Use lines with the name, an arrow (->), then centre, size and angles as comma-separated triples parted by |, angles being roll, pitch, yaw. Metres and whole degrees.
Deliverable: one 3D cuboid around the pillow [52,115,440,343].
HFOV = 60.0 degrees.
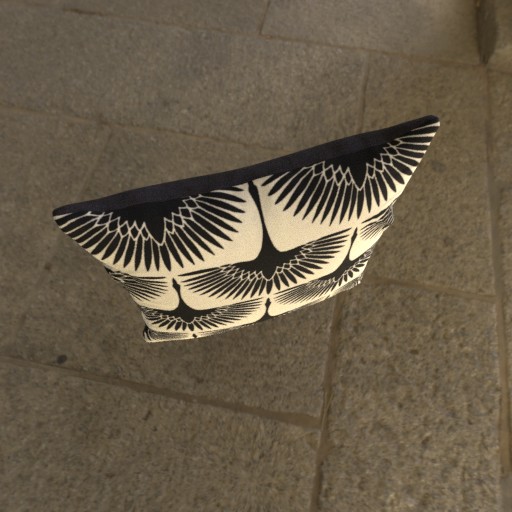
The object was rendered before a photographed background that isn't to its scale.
pillow -> 0.000, 0.000, 0.658 | 0.432, 0.432, 0.139 | -16, 64, -8
